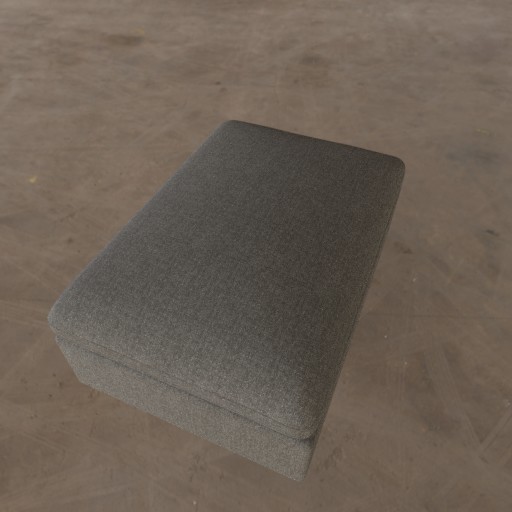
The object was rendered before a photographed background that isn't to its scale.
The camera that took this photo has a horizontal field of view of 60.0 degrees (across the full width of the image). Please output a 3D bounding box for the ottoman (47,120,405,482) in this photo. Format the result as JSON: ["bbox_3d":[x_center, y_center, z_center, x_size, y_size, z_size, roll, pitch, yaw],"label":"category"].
[{"bbox_3d":[0.000,0.000,1.404,0.711,0.483,1.041,18,49,16],"label":"ottoman"}]
